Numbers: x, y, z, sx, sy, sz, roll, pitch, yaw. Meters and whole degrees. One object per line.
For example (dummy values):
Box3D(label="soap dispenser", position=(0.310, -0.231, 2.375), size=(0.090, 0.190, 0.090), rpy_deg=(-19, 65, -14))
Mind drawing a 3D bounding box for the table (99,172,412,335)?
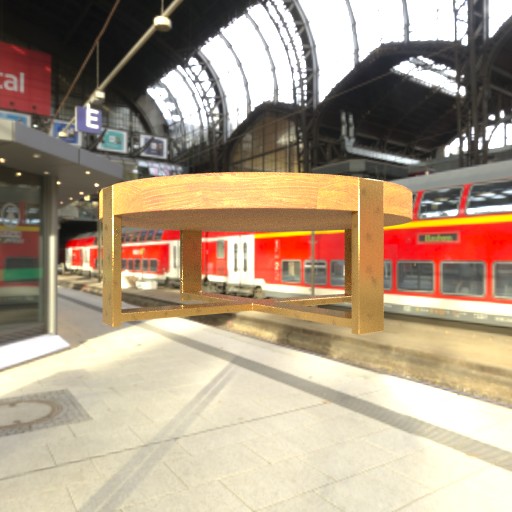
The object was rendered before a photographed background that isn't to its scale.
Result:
Box3D(label="table", position=(0.000, 0.000, 1.659), size=(1.100, 0.420, 1.100), rpy_deg=(0, 0, 0))
